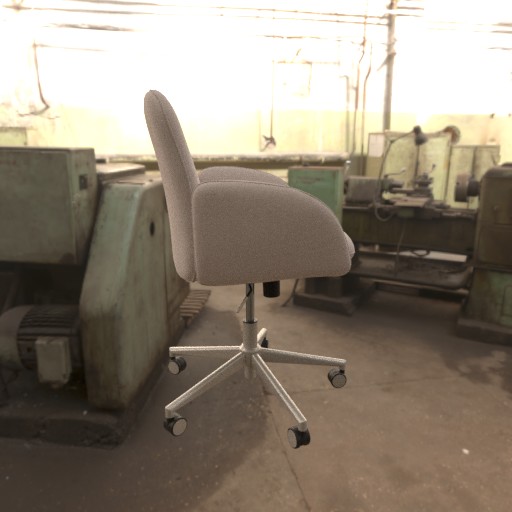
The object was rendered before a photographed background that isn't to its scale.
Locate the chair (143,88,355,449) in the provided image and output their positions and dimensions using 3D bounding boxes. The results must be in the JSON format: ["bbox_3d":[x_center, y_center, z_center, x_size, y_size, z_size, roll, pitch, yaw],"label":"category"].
[{"bbox_3d":[0.000,0.000,1.399,0.633,0.959,0.648,-2,14,-9],"label":"chair"}]
